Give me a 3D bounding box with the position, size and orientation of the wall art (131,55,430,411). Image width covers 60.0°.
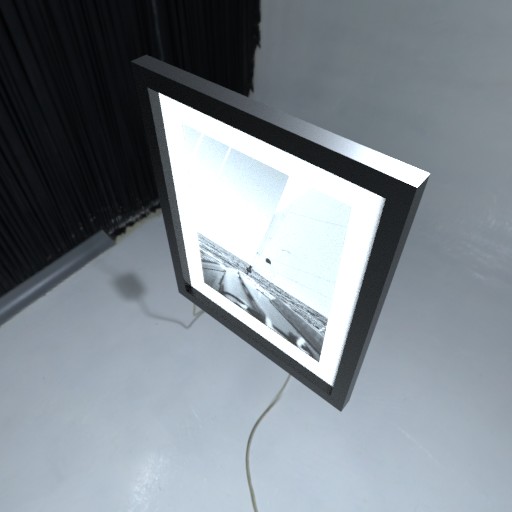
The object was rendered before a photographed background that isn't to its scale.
[{"bbox_3d":[0.000,0.000,0.772,0.461,0.558,0.031,32,55,26],"label":"wall art"}]
